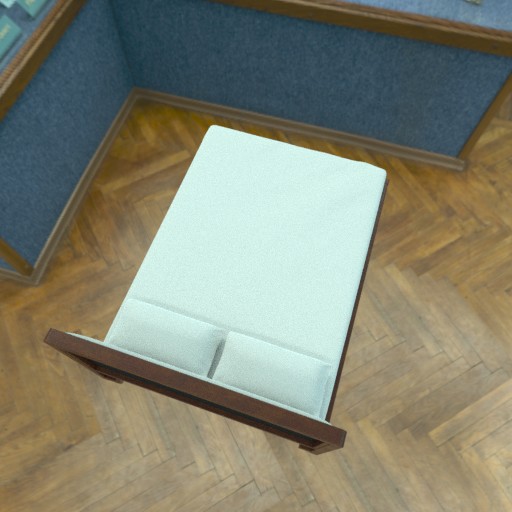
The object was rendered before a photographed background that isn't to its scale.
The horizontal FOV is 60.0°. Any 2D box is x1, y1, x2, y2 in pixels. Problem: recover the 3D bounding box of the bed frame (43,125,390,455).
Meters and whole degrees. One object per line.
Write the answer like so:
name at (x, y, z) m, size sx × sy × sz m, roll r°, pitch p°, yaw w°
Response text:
bed frame at (0.000, 0.000, 3.151) m, size 1.587 × 1.279 × 2.171 m, roll 17°, pitch 65°, yaw 8°
